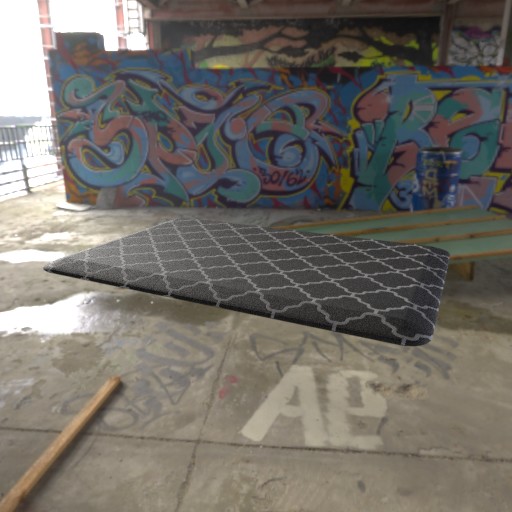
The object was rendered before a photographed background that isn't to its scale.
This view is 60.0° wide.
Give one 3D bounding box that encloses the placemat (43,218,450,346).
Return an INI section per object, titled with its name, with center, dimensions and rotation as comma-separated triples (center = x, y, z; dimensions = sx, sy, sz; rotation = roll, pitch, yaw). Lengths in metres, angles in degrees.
[placemat]
center = 0.000, 0.000, 0.967
dimensions = 0.762, 0.021, 0.508
rotation = 8, 19, 24
